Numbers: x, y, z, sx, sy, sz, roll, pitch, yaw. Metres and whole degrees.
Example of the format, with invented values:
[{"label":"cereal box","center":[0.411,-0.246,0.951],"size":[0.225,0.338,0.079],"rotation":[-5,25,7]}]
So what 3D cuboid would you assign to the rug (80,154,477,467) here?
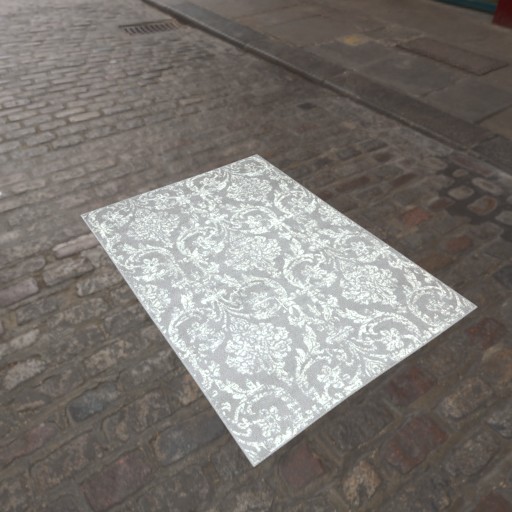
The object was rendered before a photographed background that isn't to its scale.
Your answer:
[{"label":"rug","center":[0.000,0.000,2.893],"size":[1.578,0.014,2.206],"rotation":[-25,47,-26]}]
